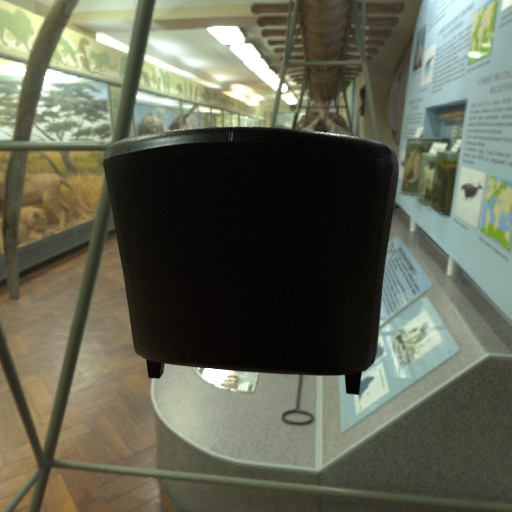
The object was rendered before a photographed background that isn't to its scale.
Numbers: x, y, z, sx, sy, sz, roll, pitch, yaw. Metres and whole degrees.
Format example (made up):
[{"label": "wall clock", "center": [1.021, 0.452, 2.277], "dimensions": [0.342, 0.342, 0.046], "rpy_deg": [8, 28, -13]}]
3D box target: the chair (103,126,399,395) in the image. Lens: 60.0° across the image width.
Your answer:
[{"label": "chair", "center": [0.000, 0.000, 1.367], "dimensions": [0.793, 0.756, 0.727], "rpy_deg": [2, 16, 8]}]
